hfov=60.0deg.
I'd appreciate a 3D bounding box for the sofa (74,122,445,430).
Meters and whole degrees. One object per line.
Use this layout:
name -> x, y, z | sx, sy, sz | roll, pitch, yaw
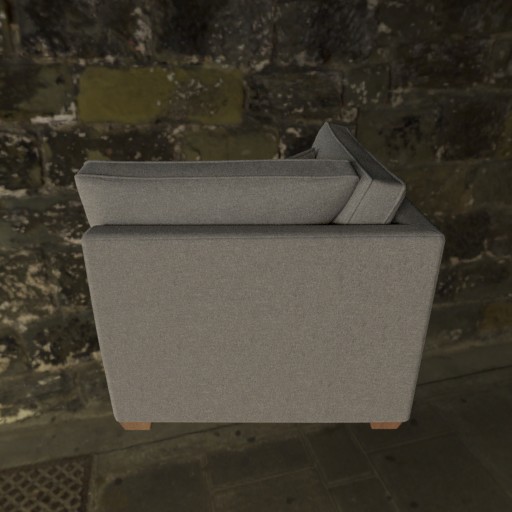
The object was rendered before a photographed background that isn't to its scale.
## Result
sofa -> 0.000, 0.000, 1.942 | 1.146, 1.002, 1.084 | 0, 26, 0
